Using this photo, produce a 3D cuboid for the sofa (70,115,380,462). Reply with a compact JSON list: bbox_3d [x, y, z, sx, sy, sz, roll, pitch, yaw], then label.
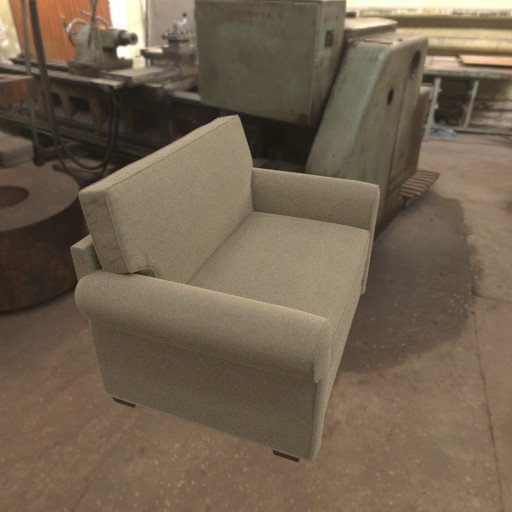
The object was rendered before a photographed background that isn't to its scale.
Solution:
[{"bbox_3d":[0.000,0.000,2.041,0.936,0.991,1.405,11,32,18],"label":"sofa"}]
